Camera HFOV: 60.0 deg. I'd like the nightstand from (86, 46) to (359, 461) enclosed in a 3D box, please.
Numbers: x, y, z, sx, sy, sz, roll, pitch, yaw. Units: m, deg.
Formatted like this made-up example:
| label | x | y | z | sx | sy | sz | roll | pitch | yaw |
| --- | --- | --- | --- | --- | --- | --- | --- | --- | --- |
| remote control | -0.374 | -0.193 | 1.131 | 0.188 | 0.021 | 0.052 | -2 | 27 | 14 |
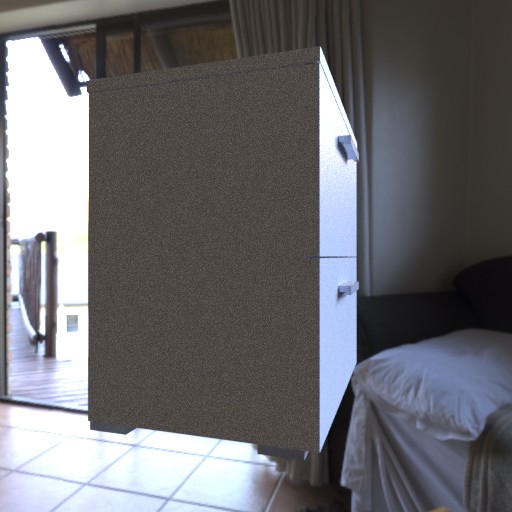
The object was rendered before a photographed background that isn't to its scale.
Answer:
| label | x | y | z | sx | sy | sz | roll | pitch | yaw |
| --- | --- | --- | --- | --- | --- | --- | --- | --- | --- |
| nightstand | 0.000 | 0.000 | 0.741 | 0.325 | 0.460 | 0.441 | 0 | 0 | 18 |
